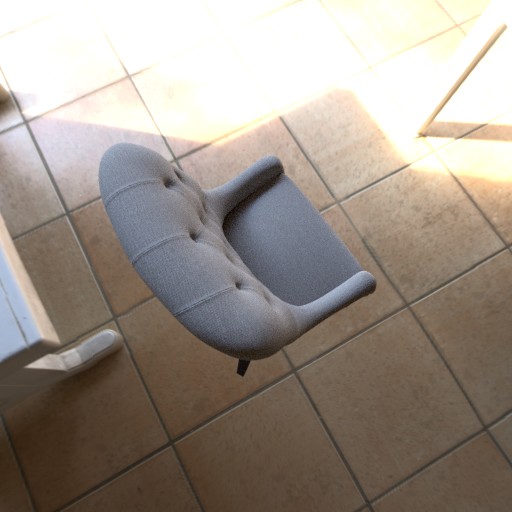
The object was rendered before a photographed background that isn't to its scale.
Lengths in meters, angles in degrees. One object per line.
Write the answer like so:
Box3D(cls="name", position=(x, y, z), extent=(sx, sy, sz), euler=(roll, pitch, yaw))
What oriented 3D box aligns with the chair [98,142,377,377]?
Box3D(cls="chair", position=(0.000, 0.000, 1.468), extent=(0.629, 1.091, 0.634), euler=(-34, 76, -10))
